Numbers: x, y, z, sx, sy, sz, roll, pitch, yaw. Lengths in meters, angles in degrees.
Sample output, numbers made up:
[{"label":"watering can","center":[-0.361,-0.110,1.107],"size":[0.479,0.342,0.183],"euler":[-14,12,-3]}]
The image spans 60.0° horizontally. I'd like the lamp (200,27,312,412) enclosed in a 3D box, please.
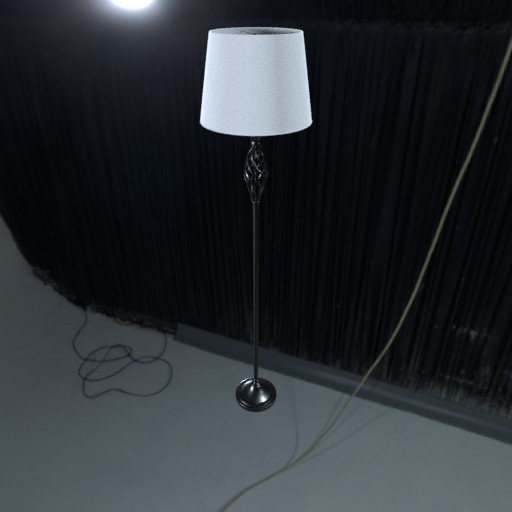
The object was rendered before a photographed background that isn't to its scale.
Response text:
[{"label":"lamp","center":[0.000,0.000,1.787],"size":[0.379,1.623,0.379],"euler":[0,31,0]}]
